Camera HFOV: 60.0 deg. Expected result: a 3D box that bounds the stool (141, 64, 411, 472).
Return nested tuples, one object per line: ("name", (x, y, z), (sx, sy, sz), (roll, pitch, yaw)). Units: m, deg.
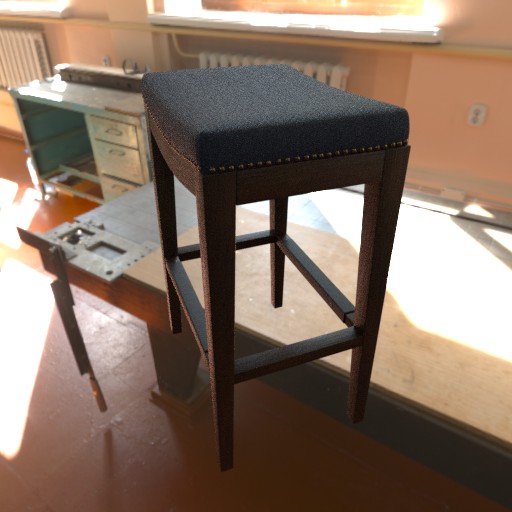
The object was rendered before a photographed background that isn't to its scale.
("stool", (0.000, 0.000, 1.010), (0.358, 0.740, 0.498), (-12, 34, -18))
